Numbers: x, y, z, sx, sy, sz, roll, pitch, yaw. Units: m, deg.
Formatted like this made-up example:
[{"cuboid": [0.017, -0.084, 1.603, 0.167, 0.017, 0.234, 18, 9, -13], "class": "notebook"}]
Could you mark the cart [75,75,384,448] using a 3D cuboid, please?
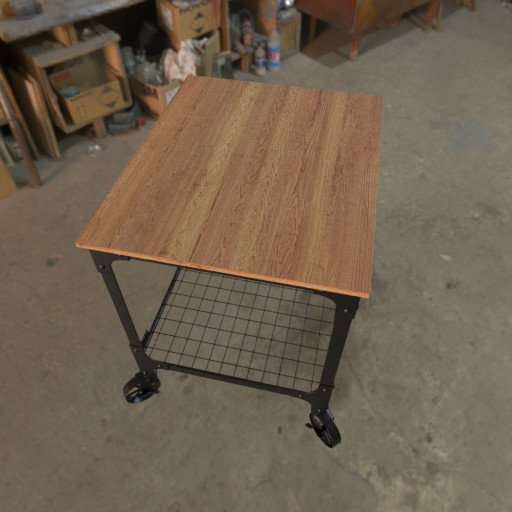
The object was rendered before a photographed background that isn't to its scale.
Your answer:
[{"cuboid": [0.000, 0.000, 1.113, 0.558, 0.603, 0.666, 10, 49, 8], "class": "cart"}]
